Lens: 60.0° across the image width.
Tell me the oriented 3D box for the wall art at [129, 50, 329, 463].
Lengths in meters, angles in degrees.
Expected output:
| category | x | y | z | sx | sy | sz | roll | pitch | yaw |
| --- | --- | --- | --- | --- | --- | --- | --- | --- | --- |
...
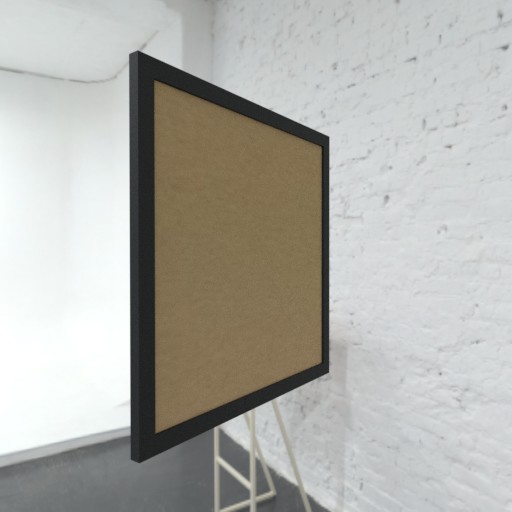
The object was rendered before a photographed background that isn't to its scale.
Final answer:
| category | x | y | z | sx | sy | sz | roll | pitch | yaw |
| --- | --- | --- | --- | --- | --- | --- | --- | --- | --- |
| wall art | 0.000 | 0.000 | 0.530 | 0.012 | 0.357 | 0.358 | 0 | 1 | 36 |
